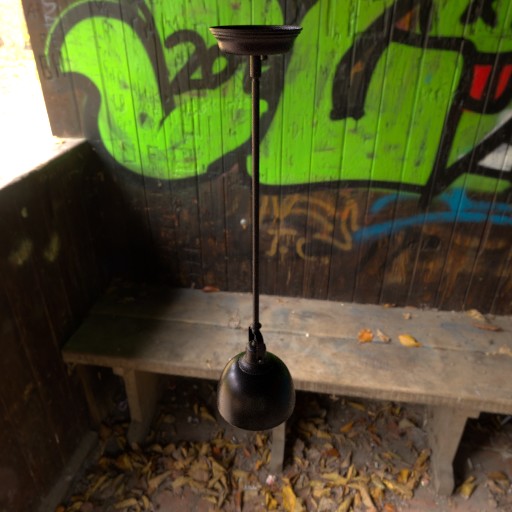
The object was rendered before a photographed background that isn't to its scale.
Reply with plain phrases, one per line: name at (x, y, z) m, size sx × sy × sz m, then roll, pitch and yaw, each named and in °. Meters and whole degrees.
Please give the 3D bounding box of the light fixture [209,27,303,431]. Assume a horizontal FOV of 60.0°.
light fixture at (0.000, 0.000, 0.836) m, size 0.182 × 0.768 × 0.182 m, roll -10°, pitch 32°, yaw -17°
